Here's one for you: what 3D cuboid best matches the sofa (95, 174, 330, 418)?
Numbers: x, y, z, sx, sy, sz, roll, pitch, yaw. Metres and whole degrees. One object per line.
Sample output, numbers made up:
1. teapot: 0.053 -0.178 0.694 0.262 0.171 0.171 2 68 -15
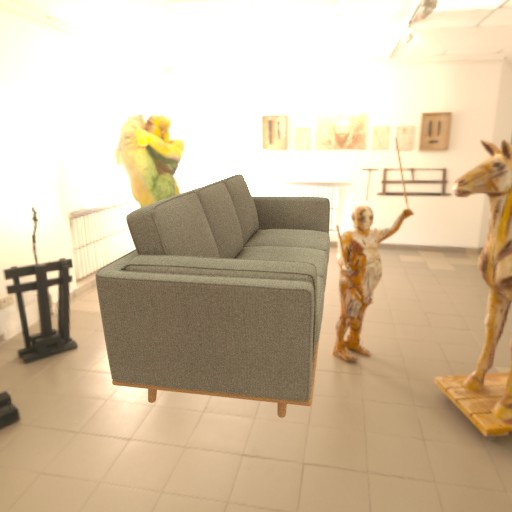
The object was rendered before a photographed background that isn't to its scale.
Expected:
1. sofa: 0.000 0.000 2.821 0.903 0.899 2.362 3 15 10
